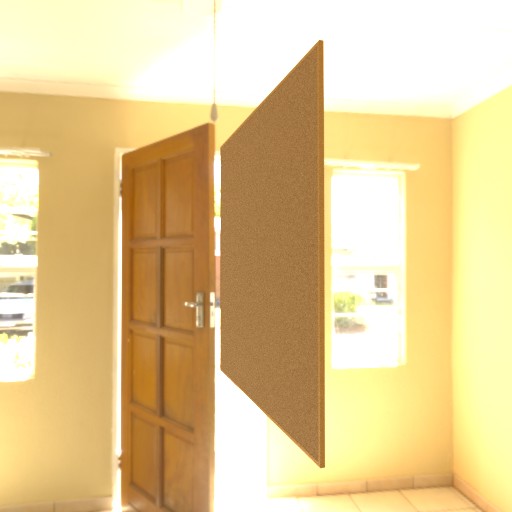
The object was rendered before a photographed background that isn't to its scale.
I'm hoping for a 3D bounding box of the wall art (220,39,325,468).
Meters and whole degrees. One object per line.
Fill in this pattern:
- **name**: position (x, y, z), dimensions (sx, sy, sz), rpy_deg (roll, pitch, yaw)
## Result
- **wall art**: position (0.000, 0.000, 1.450), dimensions (0.013, 0.959, 0.962), rpy_deg (0, -1, -18)
